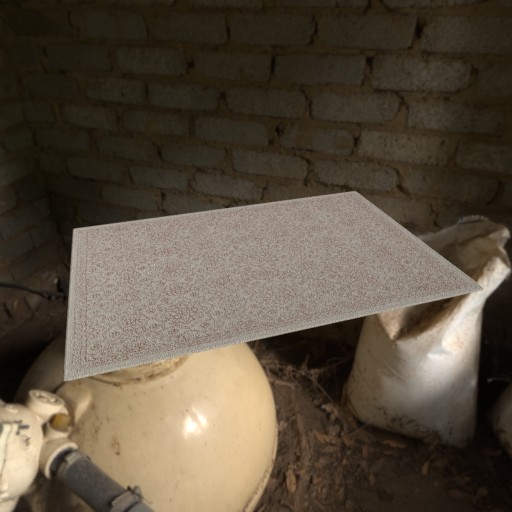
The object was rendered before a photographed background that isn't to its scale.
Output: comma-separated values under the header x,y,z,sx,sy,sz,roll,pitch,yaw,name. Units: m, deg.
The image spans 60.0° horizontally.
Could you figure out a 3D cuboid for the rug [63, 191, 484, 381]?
x,y,z,sx,sy,sz,roll,pitch,yaw,name
0.000,0.000,2.302,1.829,0.010,1.219,-9,32,-15,rug
